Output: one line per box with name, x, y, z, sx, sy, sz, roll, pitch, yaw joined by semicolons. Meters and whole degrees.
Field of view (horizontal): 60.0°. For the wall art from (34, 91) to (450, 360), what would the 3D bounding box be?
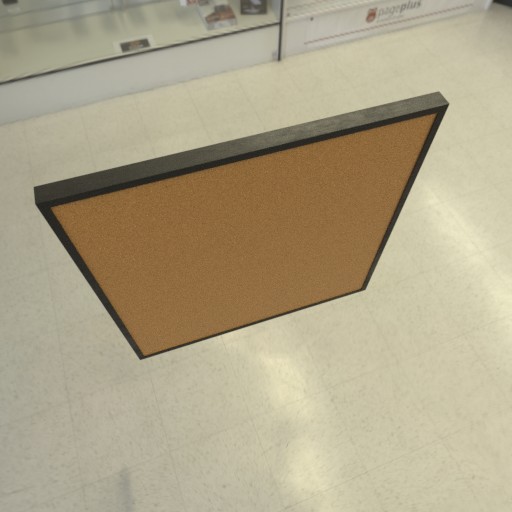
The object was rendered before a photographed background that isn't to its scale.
wall art;0.000;0.000;1.110;0.763;0.763;0.039;-16;59;-10
